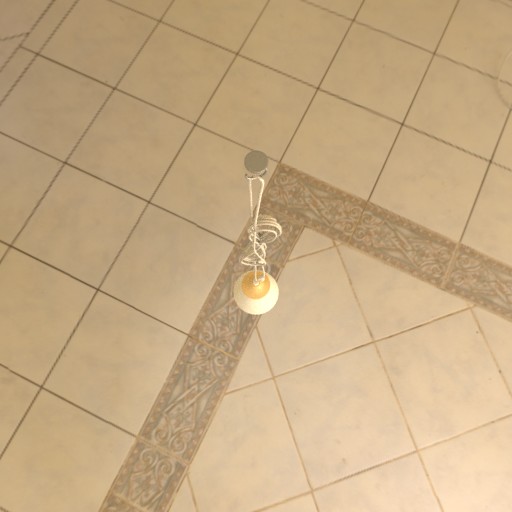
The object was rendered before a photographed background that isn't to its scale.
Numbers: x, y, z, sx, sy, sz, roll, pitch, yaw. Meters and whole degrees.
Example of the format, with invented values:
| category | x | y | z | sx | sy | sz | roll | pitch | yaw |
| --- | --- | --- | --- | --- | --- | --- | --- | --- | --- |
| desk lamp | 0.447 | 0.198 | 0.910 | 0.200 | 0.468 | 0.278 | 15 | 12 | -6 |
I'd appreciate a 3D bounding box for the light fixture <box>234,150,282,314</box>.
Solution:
| category | x | y | z | sx | sy | sz | roll | pitch | yaw |
| --- | --- | --- | --- | --- | --- | --- | --- | --- | --- |
| light fixture | 0.000 | 0.000 | 1.044 | 0.153 | 0.966 | 0.153 | 16 | 76 | 4 |
